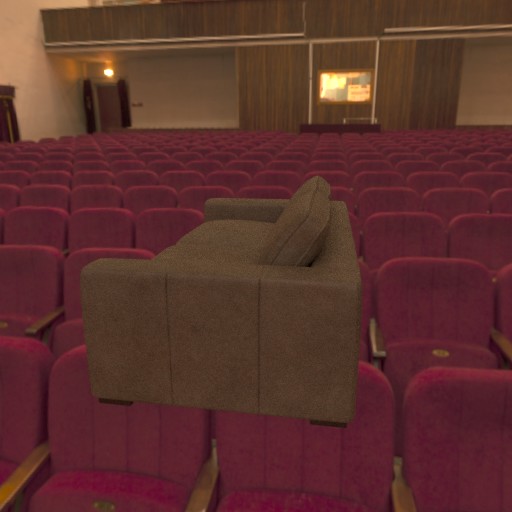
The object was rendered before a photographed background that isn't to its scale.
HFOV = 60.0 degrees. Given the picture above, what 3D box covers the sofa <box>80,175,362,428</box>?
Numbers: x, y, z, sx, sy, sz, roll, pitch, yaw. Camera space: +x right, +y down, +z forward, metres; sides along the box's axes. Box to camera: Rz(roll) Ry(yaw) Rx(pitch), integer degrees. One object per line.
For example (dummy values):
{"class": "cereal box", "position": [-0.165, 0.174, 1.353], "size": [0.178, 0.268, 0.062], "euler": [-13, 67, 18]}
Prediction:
{"class": "sofa", "position": [0.000, 0.000, 2.512], "size": [1.070, 0.800, 1.920], "euler": [3, 16, 9]}
